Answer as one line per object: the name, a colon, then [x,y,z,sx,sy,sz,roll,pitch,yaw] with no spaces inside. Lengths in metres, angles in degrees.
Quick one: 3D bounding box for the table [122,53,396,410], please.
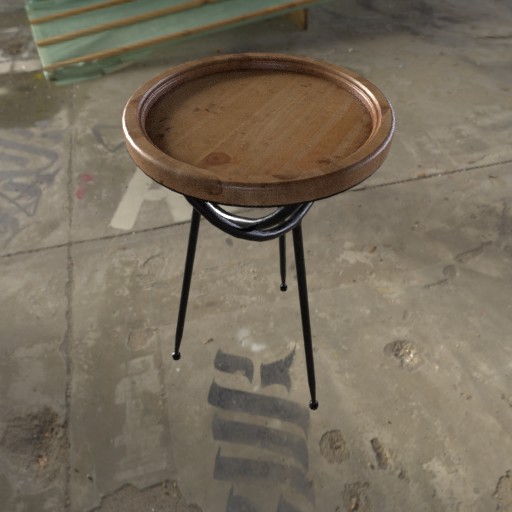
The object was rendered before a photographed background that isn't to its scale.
table: [0.000,0.000,0.913,0.418,0.664,0.414,3,46,3]
